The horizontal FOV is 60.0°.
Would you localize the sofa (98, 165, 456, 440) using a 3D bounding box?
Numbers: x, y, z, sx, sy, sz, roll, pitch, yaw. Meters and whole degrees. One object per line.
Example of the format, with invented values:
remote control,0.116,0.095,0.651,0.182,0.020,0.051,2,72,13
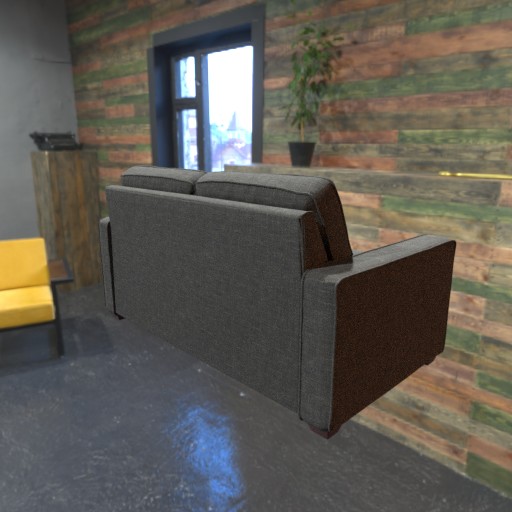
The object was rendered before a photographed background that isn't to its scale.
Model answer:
sofa,0.000,0.000,2.321,0.947,0.918,1.709,-13,19,-42
